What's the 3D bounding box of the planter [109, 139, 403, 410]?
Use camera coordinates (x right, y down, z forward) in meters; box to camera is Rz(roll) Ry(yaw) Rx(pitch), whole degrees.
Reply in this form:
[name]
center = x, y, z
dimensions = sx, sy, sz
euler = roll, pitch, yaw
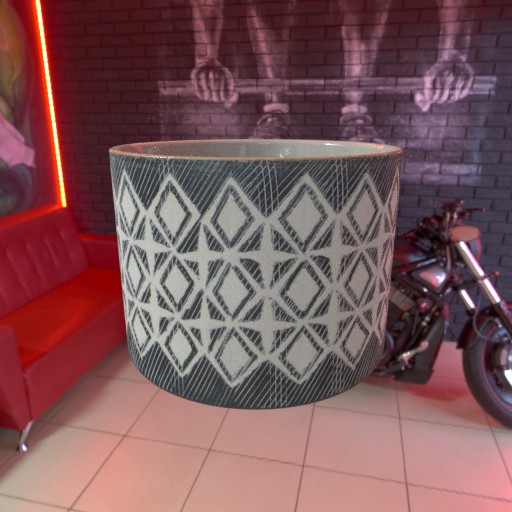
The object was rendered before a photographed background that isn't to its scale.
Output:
[planter]
center = 0.000, 0.000, 0.216
dimensions = 0.126, 0.104, 0.126
euler = 0, 17, 0
